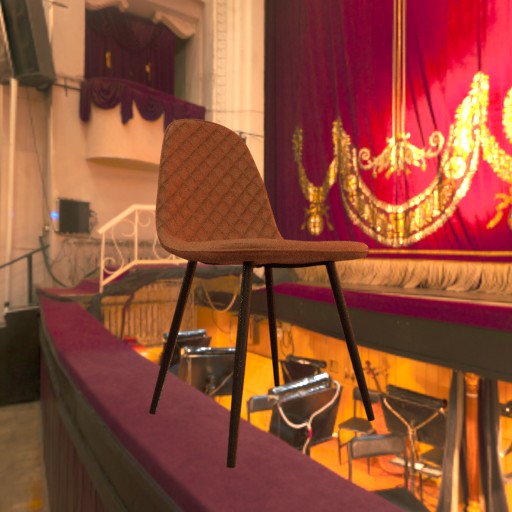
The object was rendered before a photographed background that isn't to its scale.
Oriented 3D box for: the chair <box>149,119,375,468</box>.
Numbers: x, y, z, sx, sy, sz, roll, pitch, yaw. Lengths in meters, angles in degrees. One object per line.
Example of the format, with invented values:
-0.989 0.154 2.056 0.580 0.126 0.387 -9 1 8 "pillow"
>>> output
0.000 0.000 1.238 0.472 0.889 0.561 0 0 -37 "chair"
